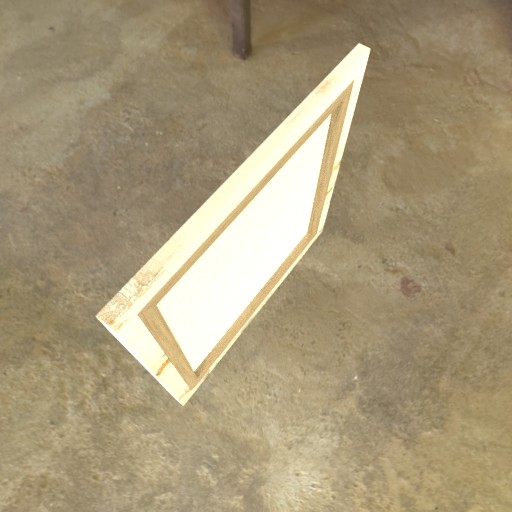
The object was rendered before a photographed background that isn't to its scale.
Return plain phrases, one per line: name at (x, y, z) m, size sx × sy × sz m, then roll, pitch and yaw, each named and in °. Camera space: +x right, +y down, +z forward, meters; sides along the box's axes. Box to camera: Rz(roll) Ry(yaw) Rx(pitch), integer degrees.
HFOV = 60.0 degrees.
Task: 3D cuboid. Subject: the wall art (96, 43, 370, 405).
wall art at (0.000, 0.000, 1.516) m, size 0.040 × 1.018 × 1.015 m, roll 34°, pitch 68°, yaw 16°
